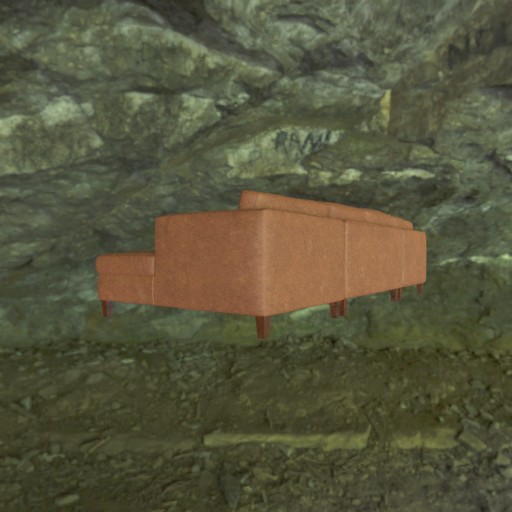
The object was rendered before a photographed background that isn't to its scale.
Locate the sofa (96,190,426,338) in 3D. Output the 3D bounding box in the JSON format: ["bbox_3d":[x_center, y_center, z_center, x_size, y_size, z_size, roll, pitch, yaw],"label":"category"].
[{"bbox_3d":[0.000,0.000,4.638,2.593,0.923,3.460,0,1,35],"label":"sofa"}]
